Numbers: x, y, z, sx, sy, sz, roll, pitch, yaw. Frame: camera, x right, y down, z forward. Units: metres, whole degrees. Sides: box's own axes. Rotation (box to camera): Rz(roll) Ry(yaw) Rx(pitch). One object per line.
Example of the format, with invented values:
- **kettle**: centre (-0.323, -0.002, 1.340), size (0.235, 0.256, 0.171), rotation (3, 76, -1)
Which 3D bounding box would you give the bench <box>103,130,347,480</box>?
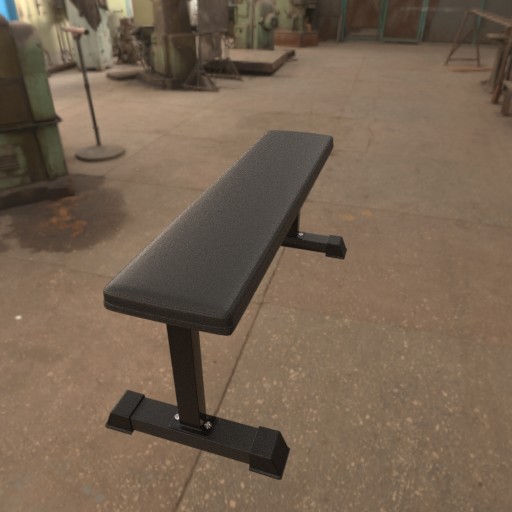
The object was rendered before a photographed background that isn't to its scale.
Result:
- **bench**: centre (0.000, 0.000, 1.299), size (0.439, 0.453, 1.072), rotation (10, 33, 15)
